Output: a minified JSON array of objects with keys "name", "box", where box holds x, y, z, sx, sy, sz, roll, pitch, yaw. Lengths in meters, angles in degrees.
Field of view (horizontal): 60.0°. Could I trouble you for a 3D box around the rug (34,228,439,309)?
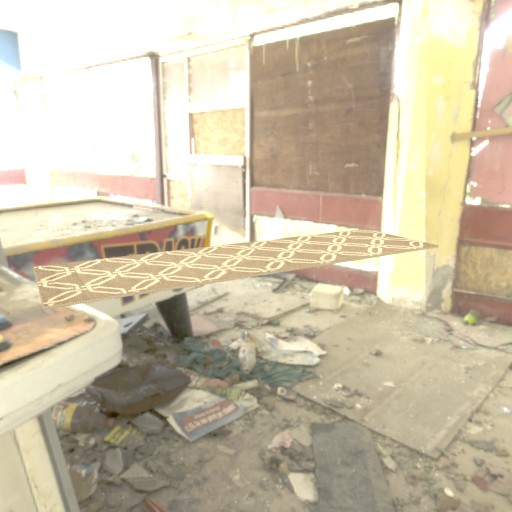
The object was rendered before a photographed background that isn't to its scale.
[{"name":"rug","box":[0.000,0.000,2.554,2.276,0.014,0.678,-8,16,-28]}]
